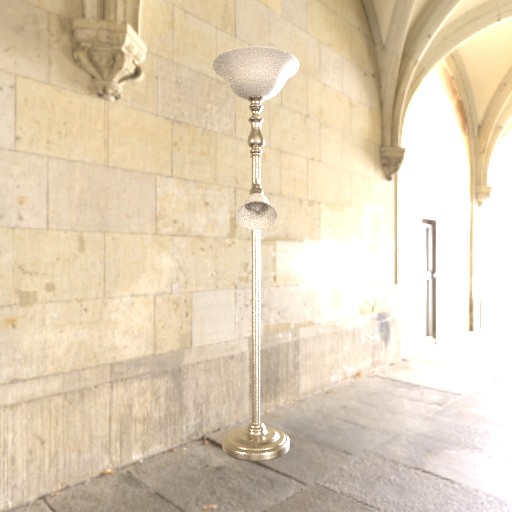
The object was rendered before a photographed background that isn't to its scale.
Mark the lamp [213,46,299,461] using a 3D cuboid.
[{"bbox_3d":[0.000,0.000,2.000,0.405,1.785,0.575,0,0,0],"label":"lamp"}]
